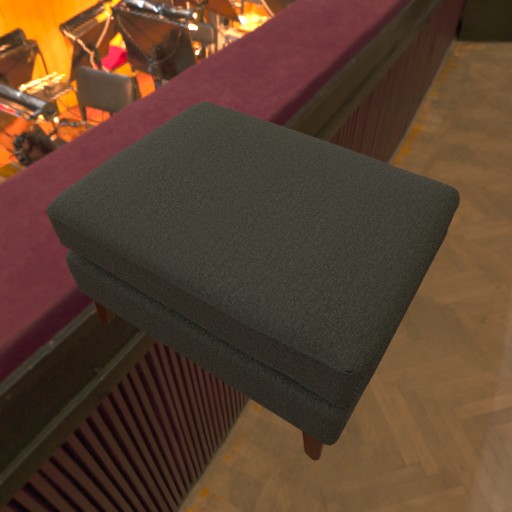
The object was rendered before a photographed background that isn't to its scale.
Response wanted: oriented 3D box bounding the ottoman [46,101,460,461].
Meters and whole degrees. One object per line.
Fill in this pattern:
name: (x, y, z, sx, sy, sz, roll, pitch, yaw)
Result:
ottoman: (0.000, 0.000, 1.218, 0.835, 0.503, 0.629, 26, 52, 22)
